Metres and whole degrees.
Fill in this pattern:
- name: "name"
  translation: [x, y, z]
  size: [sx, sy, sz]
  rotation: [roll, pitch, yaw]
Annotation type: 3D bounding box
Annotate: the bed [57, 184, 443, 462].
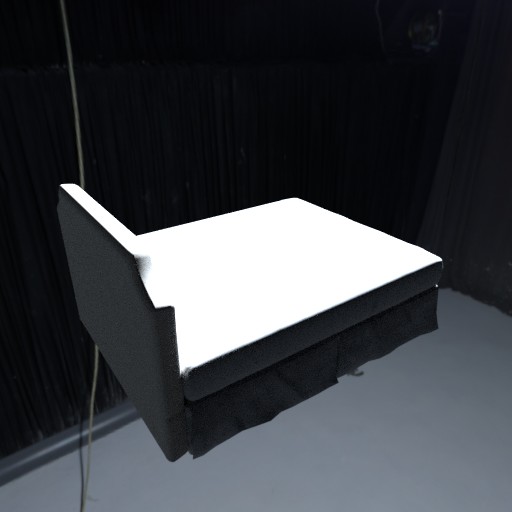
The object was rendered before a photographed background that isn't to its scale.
- name: "bed"
  translation: [0.000, 0.000, 3.576]
  size: [2.498, 1.293, 1.977]
  rotation: [-18, 31, -31]
